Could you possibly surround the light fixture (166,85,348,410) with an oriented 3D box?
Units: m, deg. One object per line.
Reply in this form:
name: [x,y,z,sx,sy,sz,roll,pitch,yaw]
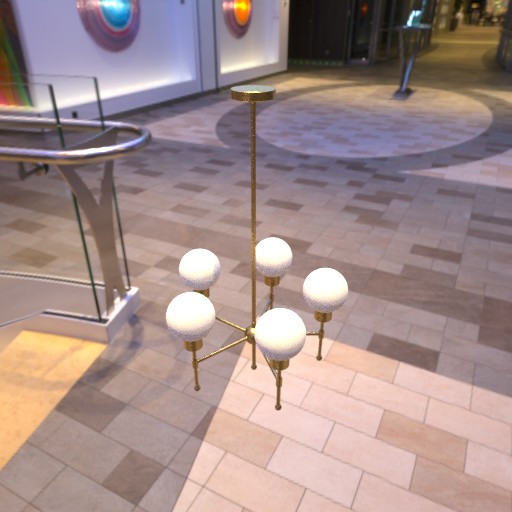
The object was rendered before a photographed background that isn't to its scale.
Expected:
light fixture: [0.000,0.000,1.875,0.815,1.331,0.785,-9,30,-16]
